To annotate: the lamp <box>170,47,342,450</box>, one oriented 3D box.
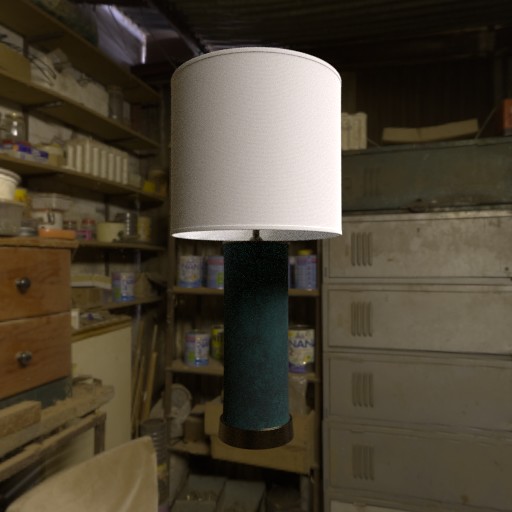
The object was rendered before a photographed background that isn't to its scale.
[{"bbox_3d":[0.000,0.000,0.790,0.301,0.630,0.301,0,-1,18],"label":"lamp"}]
